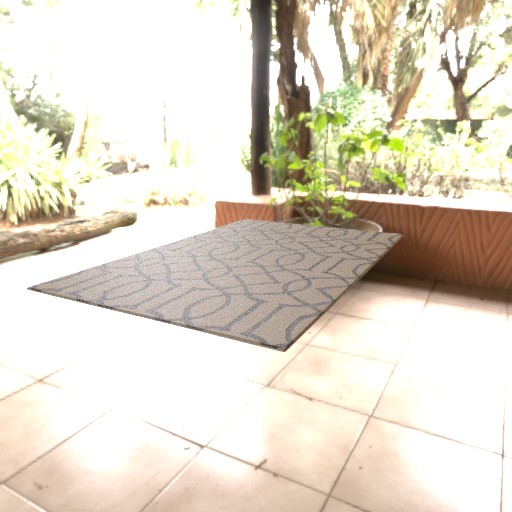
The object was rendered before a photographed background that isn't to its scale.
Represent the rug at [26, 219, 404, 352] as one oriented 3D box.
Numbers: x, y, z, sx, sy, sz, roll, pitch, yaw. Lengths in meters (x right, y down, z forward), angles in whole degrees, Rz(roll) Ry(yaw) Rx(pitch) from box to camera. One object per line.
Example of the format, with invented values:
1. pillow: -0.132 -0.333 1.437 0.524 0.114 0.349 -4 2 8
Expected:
1. rug: 0.000 0.000 3.016 1.521 0.017 2.365 8 17 27
